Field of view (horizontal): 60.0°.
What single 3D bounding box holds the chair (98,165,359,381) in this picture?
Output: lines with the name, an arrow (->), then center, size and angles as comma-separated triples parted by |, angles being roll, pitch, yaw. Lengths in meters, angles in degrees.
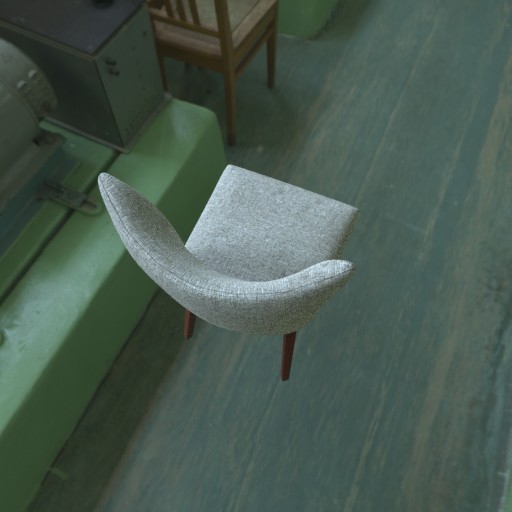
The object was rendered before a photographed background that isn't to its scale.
chair -> 0.000, 0.000, 1.311 | 0.535, 0.924, 0.623 | 21, 64, 11
